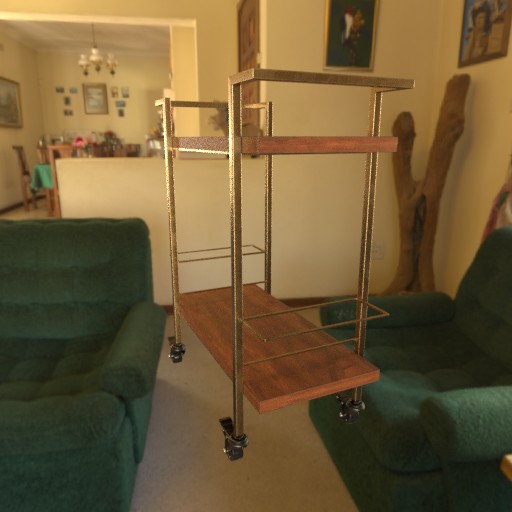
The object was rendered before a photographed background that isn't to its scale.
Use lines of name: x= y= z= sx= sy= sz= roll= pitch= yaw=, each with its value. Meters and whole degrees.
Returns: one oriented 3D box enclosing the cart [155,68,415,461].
cart: x=0.000 y=0.000 z=1.158 sx=0.364 sy=0.807 sz=0.695 roll=-7 pitch=16 yaw=-24
